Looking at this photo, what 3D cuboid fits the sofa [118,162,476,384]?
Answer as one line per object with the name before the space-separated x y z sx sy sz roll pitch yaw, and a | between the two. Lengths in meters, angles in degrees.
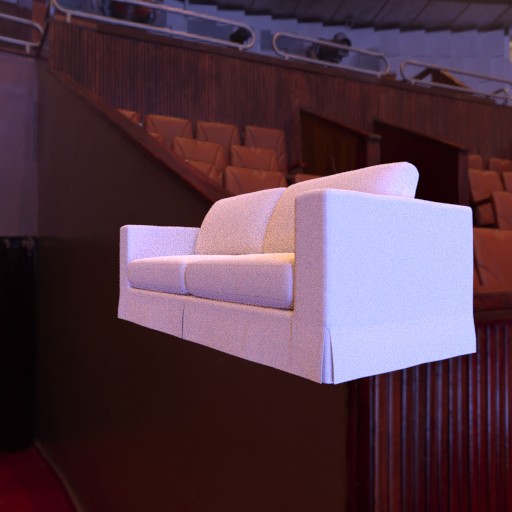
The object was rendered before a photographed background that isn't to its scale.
sofa | 0.000 0.000 2.625 0.954 0.881 2.163 0 -1 -35
